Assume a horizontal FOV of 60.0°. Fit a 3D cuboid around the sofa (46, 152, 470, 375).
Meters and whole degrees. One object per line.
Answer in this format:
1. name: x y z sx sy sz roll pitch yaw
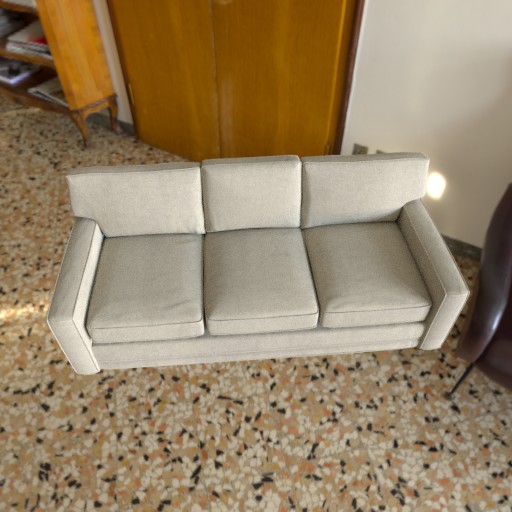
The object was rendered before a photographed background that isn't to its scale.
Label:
1. sofa: 0.000 0.000 2.555 2.093 0.862 0.936 -3 46 -3
